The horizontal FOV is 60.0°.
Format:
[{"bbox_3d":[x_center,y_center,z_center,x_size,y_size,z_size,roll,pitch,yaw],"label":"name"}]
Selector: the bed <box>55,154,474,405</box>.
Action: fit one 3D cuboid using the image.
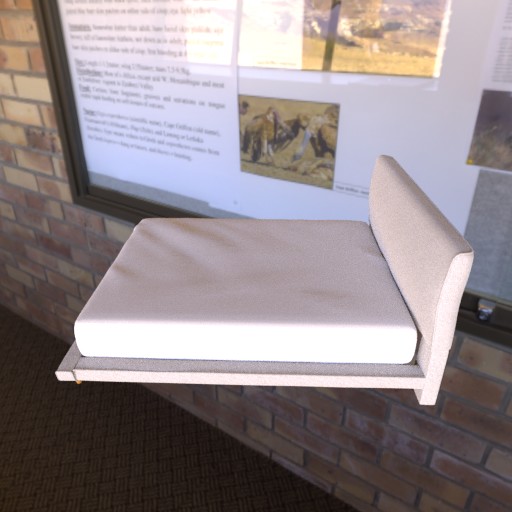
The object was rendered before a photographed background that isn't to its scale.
[{"bbox_3d":[0.000,0.000,3.493,2.498,1.126,1.980,1,28,2],"label":"bed"}]
